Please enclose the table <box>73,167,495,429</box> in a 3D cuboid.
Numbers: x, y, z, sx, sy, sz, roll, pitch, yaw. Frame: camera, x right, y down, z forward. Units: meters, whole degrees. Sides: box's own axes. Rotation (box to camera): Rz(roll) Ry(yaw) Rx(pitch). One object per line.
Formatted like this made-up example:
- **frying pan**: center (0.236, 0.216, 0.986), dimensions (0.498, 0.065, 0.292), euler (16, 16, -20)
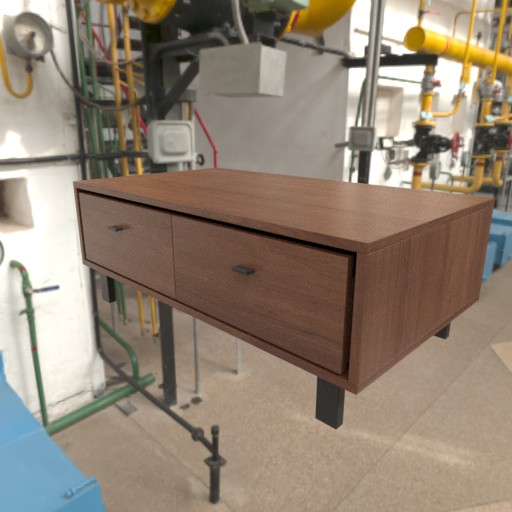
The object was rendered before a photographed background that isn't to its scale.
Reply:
- **table**: center (0.000, 0.000, 1.257), dimensions (1.020, 0.380, 0.600), euler (16, 23, 42)
